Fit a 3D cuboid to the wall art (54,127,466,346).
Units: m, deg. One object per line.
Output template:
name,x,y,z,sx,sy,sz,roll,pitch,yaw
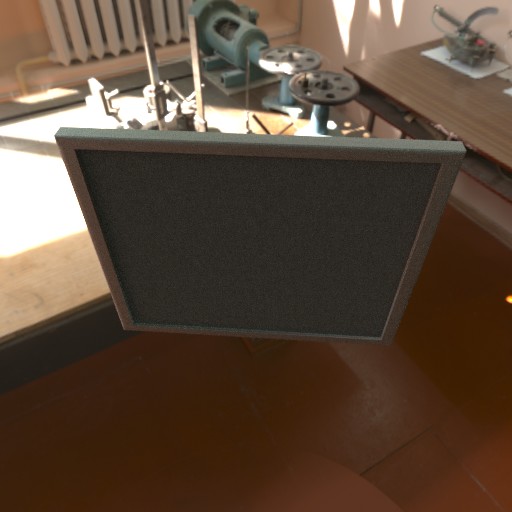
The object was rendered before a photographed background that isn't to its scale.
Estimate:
wall art,0.000,0.000,0.766,0.556,0.457,0.028,3,45,3
